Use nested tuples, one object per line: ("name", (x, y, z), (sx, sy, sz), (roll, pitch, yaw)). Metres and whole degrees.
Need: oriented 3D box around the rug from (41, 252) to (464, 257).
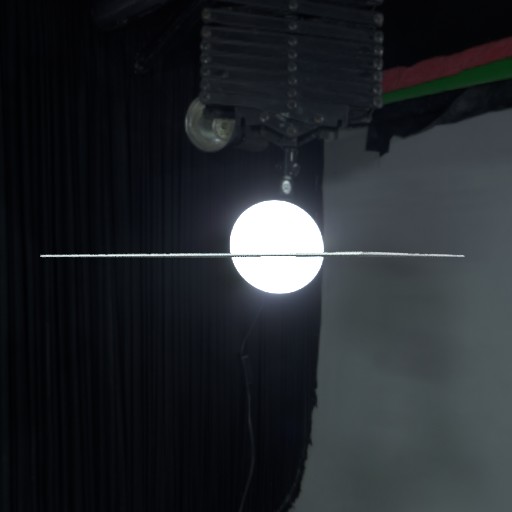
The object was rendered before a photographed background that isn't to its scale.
("rug", (0.000, 0.000, 4.046), (3.040, 0.014, 2.423), (0, -1, 36))
